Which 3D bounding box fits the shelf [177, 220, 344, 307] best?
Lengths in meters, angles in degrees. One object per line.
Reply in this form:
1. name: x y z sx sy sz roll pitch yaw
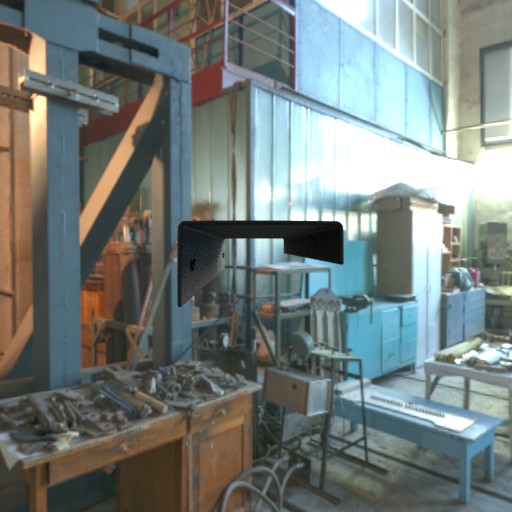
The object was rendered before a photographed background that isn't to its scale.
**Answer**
1. shelf: 0.000 0.000 0.496 0.102 0.053 0.456 0 1 -1
